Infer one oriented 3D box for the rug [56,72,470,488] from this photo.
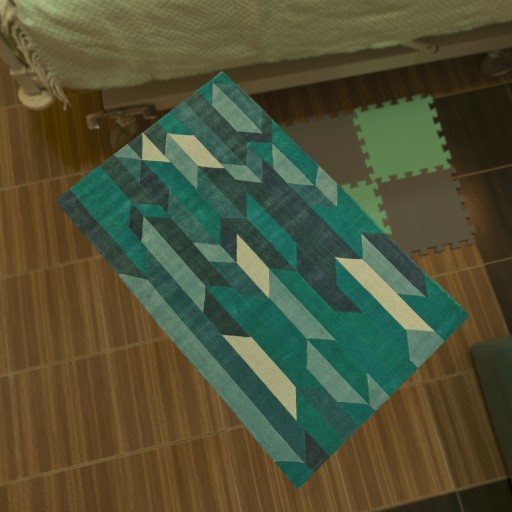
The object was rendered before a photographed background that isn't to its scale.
[{"bbox_3d":[0.000,0.000,2.933,1.528,0.005,2.420,-41,80,-9],"label":"rug"}]
